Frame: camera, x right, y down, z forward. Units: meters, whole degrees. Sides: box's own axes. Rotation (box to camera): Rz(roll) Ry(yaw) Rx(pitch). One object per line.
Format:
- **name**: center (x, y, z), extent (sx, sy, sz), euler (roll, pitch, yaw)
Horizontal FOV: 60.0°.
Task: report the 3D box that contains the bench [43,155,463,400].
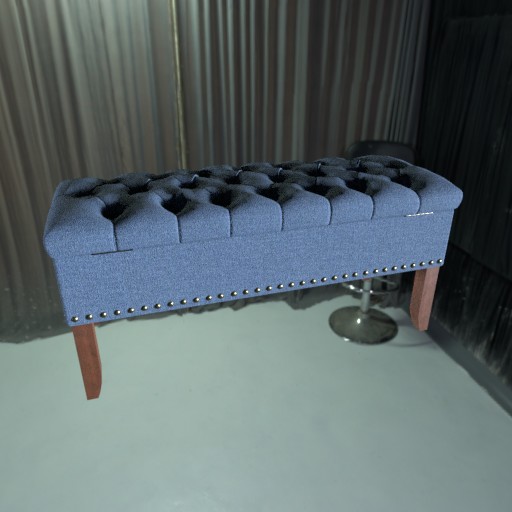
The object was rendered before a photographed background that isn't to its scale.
- **bench**: center (0.000, 0.000, 1.313), extent (1.052, 0.492, 0.417), euler (-8, 26, -16)
